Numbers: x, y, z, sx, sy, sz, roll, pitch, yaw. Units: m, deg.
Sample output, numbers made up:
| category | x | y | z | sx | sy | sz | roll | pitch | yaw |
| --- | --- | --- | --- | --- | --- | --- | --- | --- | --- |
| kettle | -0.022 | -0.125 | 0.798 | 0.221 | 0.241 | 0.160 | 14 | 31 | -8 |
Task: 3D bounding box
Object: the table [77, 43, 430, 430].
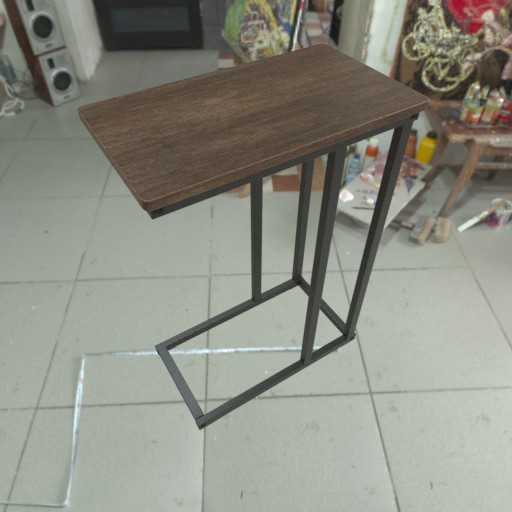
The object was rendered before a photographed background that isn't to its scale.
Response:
| category | x | y | z | sx | sy | sz | roll | pitch | yaw |
| --- | --- | --- | --- | --- | --- | --- | --- | --- | --- |
| table | 0.000 | 0.000 | 0.871 | 0.450 | 0.637 | 0.254 | -24 | 51 | -22 |
